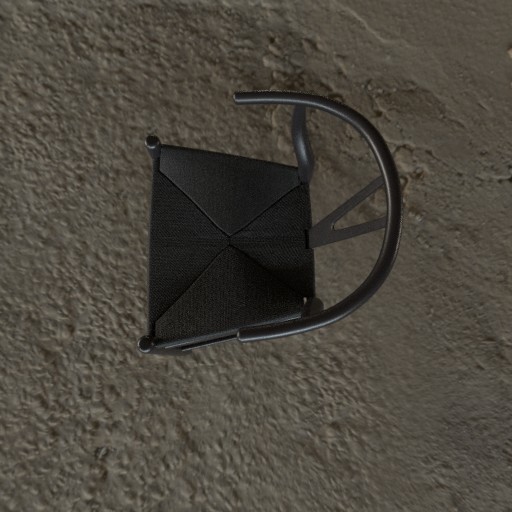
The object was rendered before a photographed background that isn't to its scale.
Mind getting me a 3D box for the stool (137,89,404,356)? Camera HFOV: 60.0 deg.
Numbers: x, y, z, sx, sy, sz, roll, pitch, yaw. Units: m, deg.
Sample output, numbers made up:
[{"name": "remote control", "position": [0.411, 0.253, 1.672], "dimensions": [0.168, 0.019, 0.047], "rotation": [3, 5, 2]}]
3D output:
[{"name": "stool", "position": [0.000, 0.000, 1.332], "dimensions": [0.579, 0.970, 0.569], "rotation": [-1, 76, 0]}]
